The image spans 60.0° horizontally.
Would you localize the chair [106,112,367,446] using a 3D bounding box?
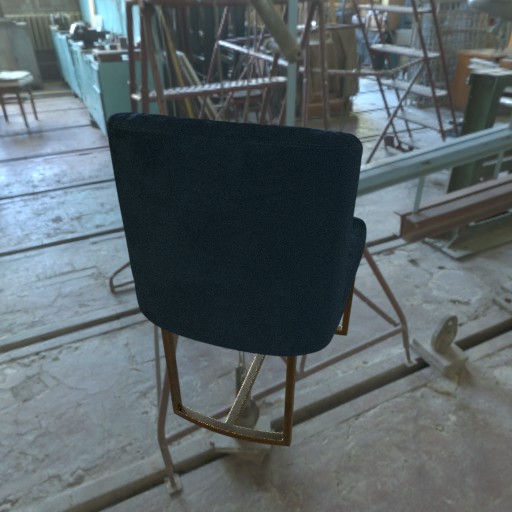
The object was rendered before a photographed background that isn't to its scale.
[{"bbox_3d":[0.000,0.000,1.166,0.530,0.824,0.560,10,33,15],"label":"chair"}]
